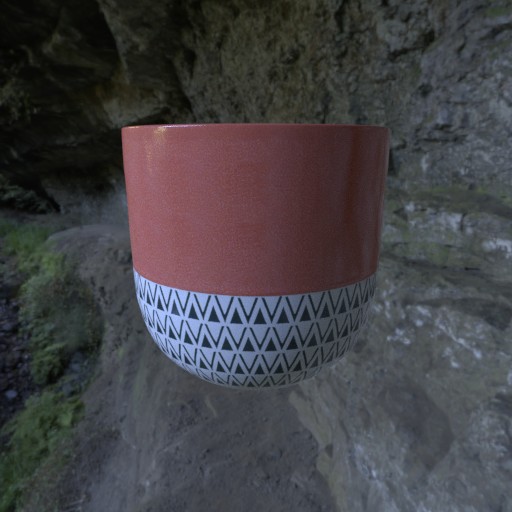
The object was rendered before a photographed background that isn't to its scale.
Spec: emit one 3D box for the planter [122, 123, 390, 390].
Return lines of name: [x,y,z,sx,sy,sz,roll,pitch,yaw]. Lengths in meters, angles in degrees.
planter: [0.000,0.000,0.489,0.266,0.270,0.266,0,14,0]
